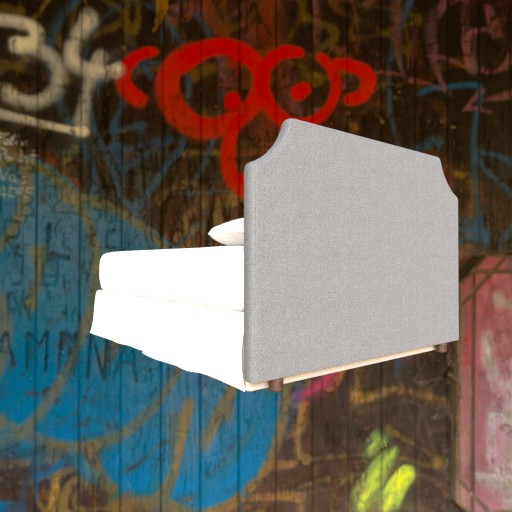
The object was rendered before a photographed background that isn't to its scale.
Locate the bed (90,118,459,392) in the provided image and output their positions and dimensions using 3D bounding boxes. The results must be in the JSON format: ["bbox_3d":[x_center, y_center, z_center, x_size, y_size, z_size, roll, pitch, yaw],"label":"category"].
[{"bbox_3d":[0.000,0.000,3.390,1.811,1.296,2.259,0,-1,-38],"label":"bed"}]
